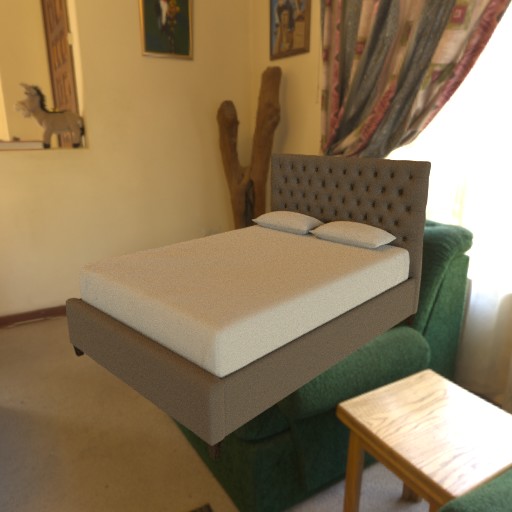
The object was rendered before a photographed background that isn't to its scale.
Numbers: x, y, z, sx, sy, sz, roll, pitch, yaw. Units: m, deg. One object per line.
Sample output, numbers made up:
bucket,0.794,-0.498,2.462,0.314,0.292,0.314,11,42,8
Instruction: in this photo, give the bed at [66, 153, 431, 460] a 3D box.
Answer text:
bed,0.000,0.000,3.483,1.698,1.427,2.387,15,22,42
